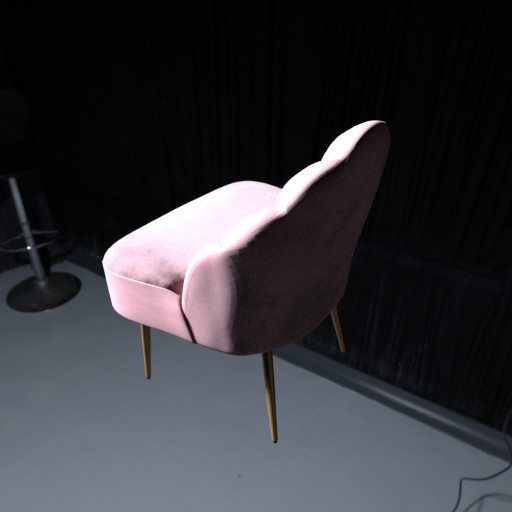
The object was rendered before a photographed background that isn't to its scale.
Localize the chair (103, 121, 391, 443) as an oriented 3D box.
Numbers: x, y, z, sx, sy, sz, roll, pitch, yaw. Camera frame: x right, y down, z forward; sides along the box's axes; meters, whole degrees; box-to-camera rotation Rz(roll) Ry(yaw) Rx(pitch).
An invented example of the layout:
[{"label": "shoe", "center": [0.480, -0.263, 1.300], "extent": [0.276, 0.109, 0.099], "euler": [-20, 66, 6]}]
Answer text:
[{"label": "chair", "center": [0.000, 0.000, 1.235], "extent": [0.599, 0.819, 0.657], "euler": [20, 37, 30]}]
